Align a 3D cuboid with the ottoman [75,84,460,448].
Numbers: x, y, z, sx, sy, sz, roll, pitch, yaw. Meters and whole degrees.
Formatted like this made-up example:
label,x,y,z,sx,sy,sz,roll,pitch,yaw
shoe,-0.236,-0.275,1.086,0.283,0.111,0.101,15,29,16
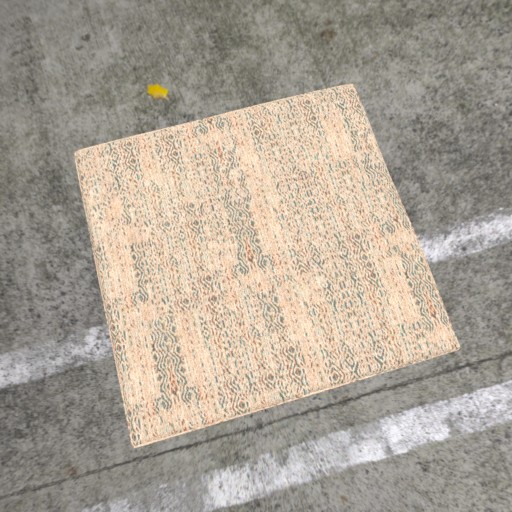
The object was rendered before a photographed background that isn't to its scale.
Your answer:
label,x,y,z,sx,sy,sz,roll,pitch,yaw
ottoman,0.000,0.000,1.530,1.004,0.356,0.968,-15,75,-4
